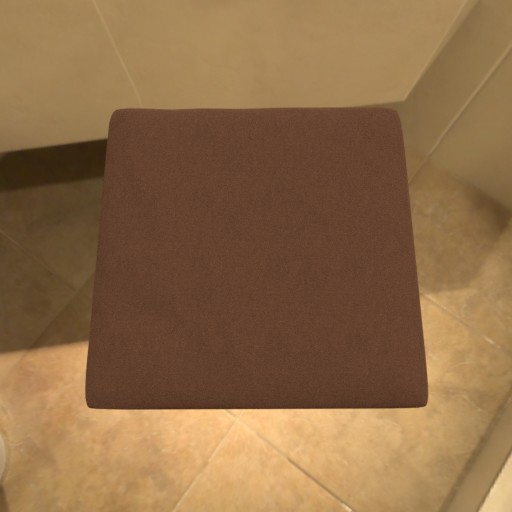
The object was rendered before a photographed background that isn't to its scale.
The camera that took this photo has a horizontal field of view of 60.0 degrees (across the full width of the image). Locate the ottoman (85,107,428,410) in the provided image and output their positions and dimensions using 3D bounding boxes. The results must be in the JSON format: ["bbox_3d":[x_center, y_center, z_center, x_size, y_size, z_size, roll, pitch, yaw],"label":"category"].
[{"bbox_3d":[0.000,0.000,1.801,1.181,0.470,1.181,0,75,0],"label":"ottoman"}]
